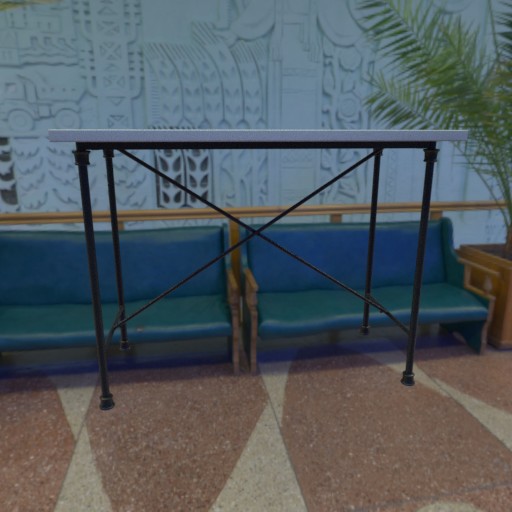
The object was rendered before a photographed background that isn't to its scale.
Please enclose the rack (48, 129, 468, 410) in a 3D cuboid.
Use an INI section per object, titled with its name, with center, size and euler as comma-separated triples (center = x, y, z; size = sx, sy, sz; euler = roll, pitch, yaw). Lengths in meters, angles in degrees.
[rack]
center = 0.000, 0.000, 1.617
size = 1.159, 0.880, 0.613
euler = -2, 16, -8
